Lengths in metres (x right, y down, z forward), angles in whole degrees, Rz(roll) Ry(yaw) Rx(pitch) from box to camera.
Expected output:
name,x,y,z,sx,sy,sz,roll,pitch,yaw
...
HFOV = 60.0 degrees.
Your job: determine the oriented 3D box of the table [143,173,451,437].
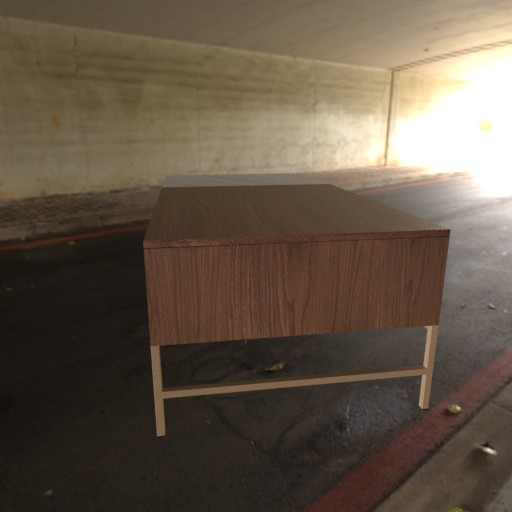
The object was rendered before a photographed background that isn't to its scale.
name,x,y,z,sx,sy,sz,roll,pitch,yaw
table,0.000,0.000,1.920,0.789,0.551,1.553,-3,16,-9
